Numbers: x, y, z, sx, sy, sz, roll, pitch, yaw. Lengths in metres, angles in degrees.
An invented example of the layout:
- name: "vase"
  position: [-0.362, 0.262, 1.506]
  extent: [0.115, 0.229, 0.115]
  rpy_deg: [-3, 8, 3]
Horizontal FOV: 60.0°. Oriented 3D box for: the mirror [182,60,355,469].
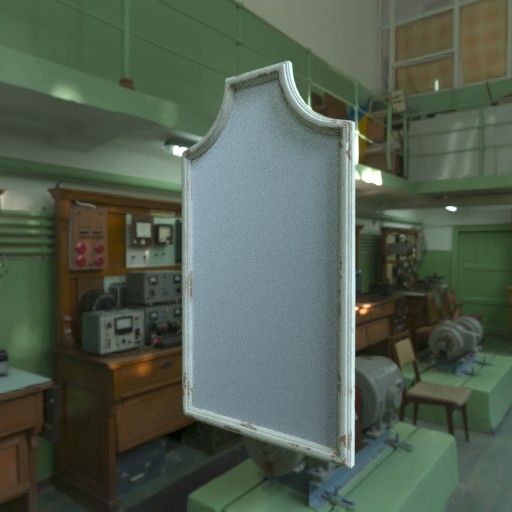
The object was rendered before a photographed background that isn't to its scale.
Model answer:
- name: "mirror"
  position: [0.000, 0.000, 0.864]
  extent: [0.403, 0.717, 0.022]
  rpy_deg: [1, 1, 36]
